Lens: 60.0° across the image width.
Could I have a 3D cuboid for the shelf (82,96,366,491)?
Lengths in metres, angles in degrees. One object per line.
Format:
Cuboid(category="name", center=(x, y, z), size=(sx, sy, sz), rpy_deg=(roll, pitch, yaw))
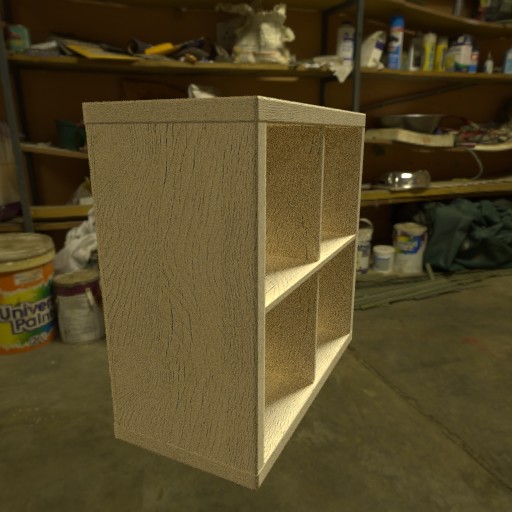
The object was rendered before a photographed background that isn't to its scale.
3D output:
Cuboid(category="shelf", center=(0.000, 0.000, 1.253), size=(0.390, 0.786, 0.790), rpy_deg=(7, 17, 25))
